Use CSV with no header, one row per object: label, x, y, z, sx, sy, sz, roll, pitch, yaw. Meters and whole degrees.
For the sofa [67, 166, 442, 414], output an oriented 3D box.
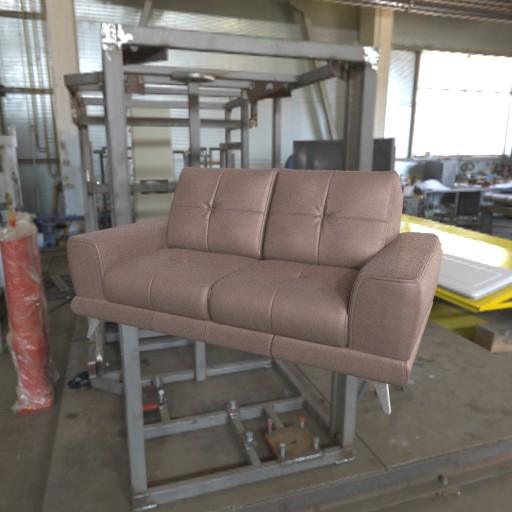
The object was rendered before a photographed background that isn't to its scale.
sofa,0.000,0.000,2.386,1.806,0.907,1.018,7,15,26
